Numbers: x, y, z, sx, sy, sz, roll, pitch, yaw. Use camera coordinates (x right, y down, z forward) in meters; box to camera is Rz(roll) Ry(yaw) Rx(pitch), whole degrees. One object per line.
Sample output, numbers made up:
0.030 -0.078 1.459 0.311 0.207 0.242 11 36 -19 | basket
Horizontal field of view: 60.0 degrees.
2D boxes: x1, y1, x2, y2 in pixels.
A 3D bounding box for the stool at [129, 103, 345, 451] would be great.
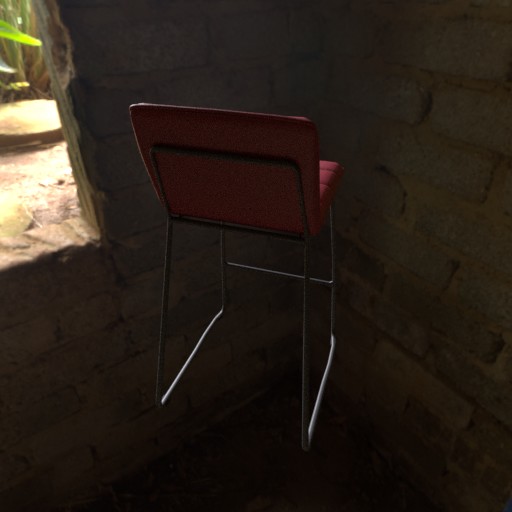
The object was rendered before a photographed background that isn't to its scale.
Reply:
0.000 0.000 1.272 0.489 0.937 0.524 10 34 16 | stool
